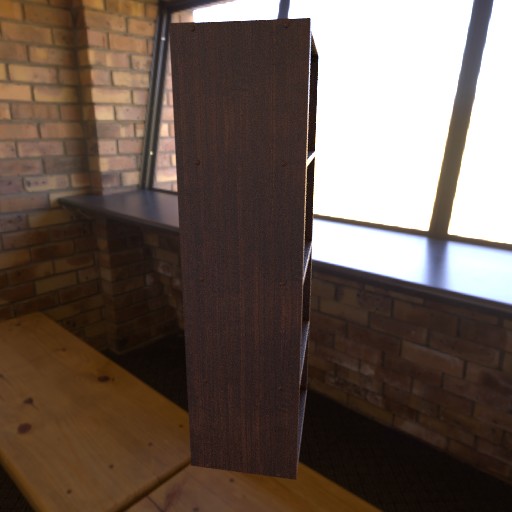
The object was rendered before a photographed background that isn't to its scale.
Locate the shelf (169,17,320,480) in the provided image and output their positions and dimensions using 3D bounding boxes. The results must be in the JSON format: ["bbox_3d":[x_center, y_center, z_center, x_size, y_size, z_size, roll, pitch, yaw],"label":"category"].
[{"bbox_3d":[0.000,0.000,1.233,0.290,1.099,0.415,3,17,10],"label":"shelf"}]
